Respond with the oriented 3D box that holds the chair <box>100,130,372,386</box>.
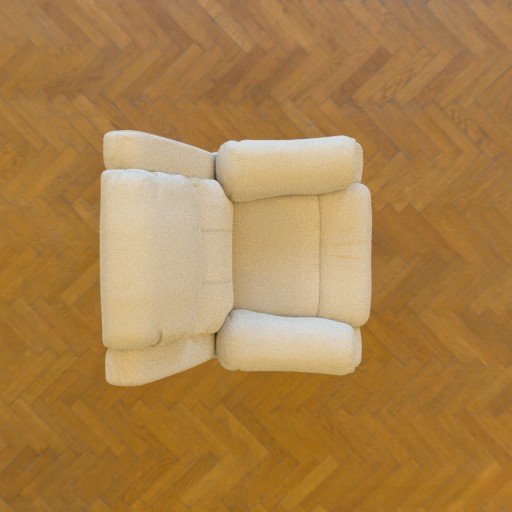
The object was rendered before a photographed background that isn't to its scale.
[{"bbox_3d":[0.000,0.000,1.289,0.709,0.702,0.680,0,92,1],"label":"chair"}]
